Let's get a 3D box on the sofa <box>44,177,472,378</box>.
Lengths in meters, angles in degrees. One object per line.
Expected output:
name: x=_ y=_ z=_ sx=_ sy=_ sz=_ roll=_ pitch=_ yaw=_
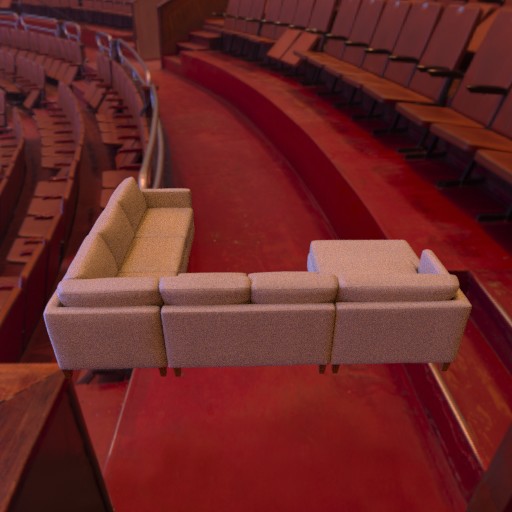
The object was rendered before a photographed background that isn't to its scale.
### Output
sofa: x=0.000 y=0.000 z=4.730 sx=3.460 sy=0.961 sz=2.594 roll=-1 pitch=31 yaw=-1
